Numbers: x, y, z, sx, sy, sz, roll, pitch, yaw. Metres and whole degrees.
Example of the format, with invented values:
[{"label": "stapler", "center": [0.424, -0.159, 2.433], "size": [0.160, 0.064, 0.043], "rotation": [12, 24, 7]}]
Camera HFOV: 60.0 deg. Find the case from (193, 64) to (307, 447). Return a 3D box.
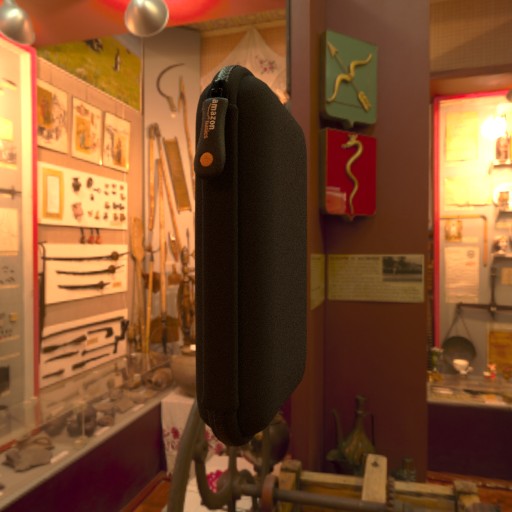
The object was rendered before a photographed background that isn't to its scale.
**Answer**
[{"label": "case", "center": [0.000, 0.000, 0.195], "size": [0.030, 0.147, 0.107], "rotation": [0, 1, 18]}]
